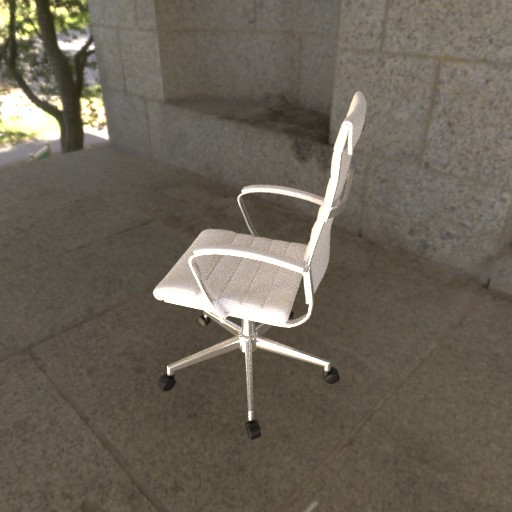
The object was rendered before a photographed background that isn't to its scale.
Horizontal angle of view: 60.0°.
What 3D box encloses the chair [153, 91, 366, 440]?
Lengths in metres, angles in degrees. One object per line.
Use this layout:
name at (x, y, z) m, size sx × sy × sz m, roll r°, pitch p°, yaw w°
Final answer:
chair at (0.000, 0.000, 1.689) m, size 0.739 × 1.149 × 0.766 m, roll 8°, pitch 31°, yaw 13°
